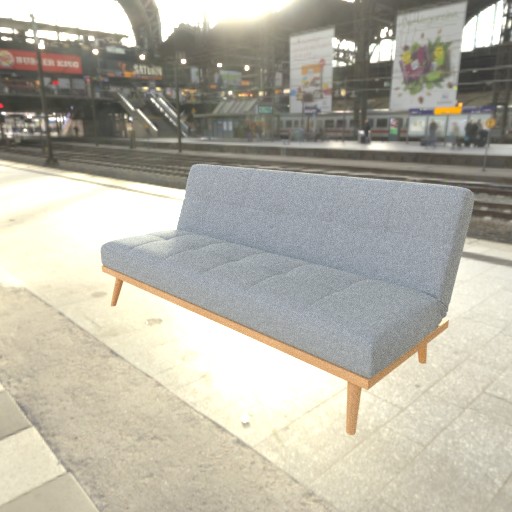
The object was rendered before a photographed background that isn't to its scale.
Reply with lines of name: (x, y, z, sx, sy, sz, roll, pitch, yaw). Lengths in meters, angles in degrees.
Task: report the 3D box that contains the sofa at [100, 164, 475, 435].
sofa: (0.000, 0.000, 2.266, 1.820, 0.800, 0.800, 15, 22, 42)
